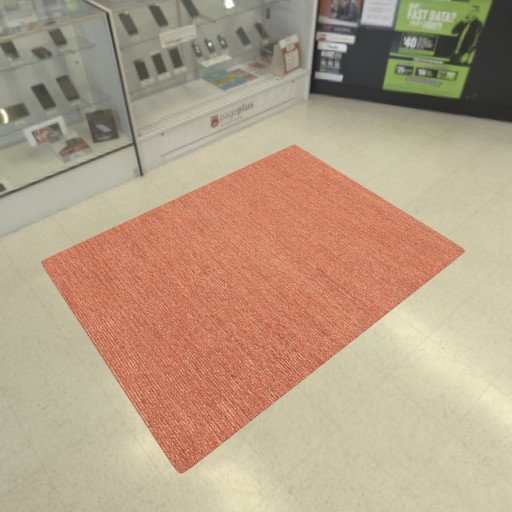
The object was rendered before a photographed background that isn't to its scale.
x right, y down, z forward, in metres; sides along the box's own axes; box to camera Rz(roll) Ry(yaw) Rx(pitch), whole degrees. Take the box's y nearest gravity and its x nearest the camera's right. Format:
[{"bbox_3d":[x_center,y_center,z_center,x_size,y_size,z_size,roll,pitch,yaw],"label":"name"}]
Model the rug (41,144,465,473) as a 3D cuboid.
[{"bbox_3d":[0.000,0.000,2.741,2.112,0.009,1.594,-30,53,-26],"label":"rug"}]
